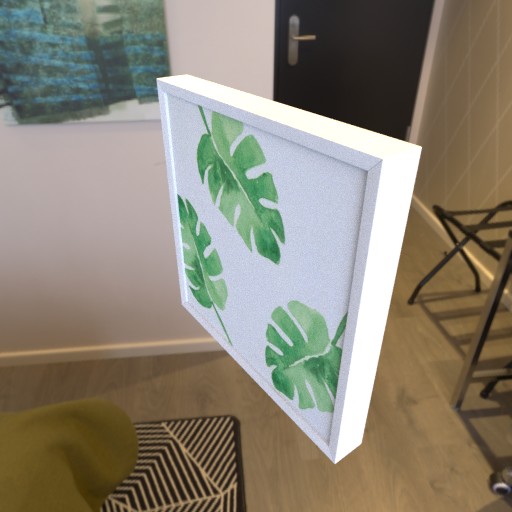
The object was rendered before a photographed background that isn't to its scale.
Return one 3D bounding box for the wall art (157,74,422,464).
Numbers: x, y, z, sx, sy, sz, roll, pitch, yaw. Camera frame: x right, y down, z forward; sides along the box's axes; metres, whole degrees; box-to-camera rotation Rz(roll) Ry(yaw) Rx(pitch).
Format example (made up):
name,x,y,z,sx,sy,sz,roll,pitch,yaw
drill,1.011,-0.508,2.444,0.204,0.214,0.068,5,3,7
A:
name,x,y,z,sx,sy,sz,roll,pitch,yaw
wall art,0.000,0.000,0.457,0.038,0.305,0.305,-22,38,-30
